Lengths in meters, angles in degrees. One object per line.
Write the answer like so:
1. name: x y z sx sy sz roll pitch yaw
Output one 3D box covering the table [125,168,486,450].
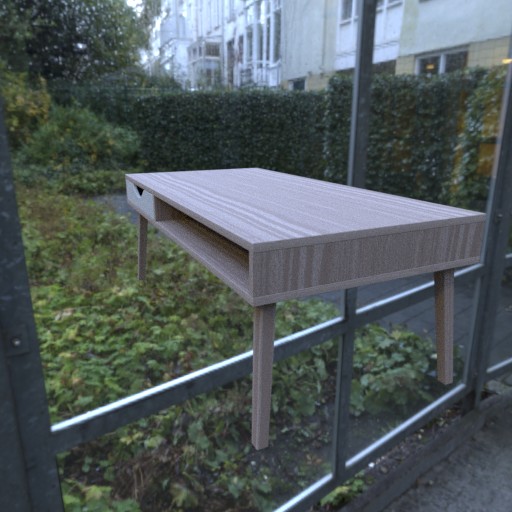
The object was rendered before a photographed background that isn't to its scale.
1. table: 0.000 0.000 1.478 0.600 0.450 1.200 -8 19 -25
